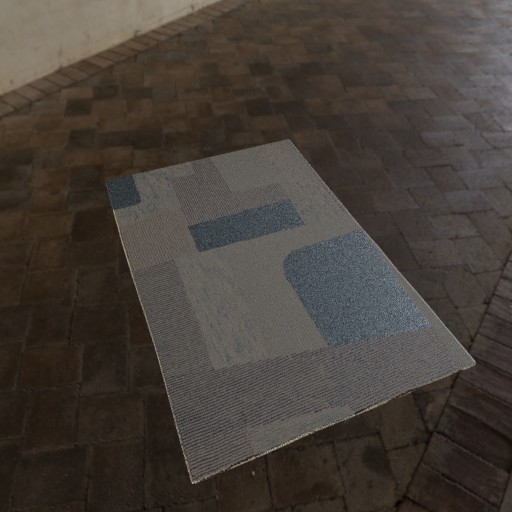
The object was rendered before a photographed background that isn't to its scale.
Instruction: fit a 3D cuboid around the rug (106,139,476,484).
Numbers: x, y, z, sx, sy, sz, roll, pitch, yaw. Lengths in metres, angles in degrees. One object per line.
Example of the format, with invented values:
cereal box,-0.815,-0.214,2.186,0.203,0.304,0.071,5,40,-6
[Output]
rug,0.000,0.000,2.277,1.238,0.020,1.847,-17,49,-15
